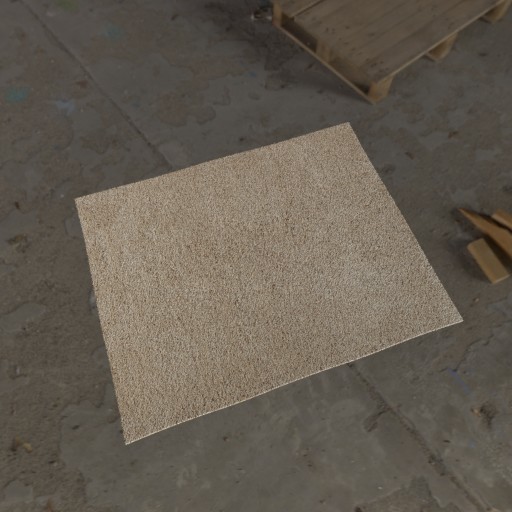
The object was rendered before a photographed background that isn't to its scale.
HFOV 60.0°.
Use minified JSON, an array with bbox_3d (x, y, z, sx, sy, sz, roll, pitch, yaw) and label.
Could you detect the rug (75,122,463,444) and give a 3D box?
[{"bbox_3d":[0.000,0.000,4.159,3.000,0.025,2.400,-18,65,-8],"label":"rug"}]
